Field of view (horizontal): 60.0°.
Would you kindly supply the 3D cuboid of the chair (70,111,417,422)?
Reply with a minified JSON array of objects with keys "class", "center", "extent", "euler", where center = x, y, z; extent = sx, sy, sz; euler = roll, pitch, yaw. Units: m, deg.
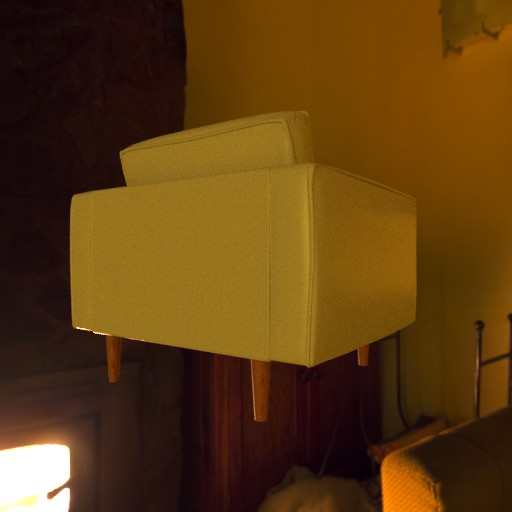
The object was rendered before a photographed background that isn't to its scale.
[{"class":"chair","center":[0.000,0.000,1.515],"extent":[0.928,0.773,0.843],"euler":[0,0,35]}]
